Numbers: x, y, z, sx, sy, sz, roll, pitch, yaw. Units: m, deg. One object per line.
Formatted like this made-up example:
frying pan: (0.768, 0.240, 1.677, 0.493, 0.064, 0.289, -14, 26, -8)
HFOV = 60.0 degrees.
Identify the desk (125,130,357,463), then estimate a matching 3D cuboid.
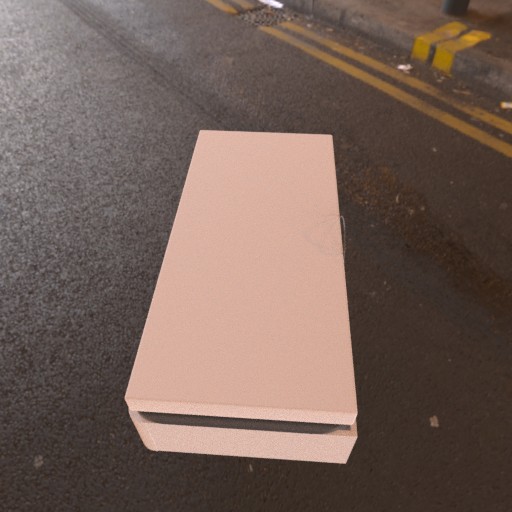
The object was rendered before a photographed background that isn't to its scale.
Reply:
desk: (0.000, 0.000, 2.379, 0.900, 0.526, 1.900, 3, 47, 3)
